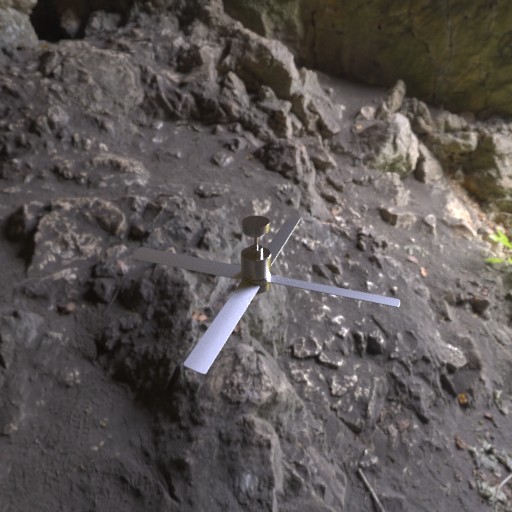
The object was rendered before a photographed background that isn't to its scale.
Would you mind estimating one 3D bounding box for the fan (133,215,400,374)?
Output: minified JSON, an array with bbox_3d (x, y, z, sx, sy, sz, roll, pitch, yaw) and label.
[{"bbox_3d":[0.000,0.000,2.055,1.322,0.355,1.322,10,32,17],"label":"fan"}]
